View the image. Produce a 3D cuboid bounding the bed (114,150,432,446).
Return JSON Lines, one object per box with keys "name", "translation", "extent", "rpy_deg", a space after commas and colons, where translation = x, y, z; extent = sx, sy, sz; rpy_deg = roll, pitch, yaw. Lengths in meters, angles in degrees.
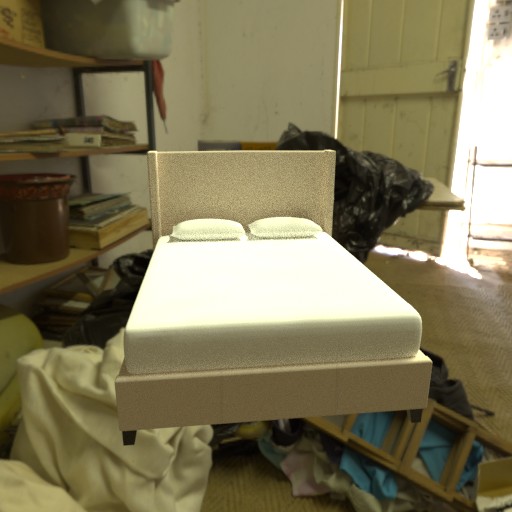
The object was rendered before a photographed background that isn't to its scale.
{"name": "bed", "translation": [0.000, 0.000, 3.425], "extent": [1.778, 1.471, 2.293], "rpy_deg": [-2, 17, -6]}
